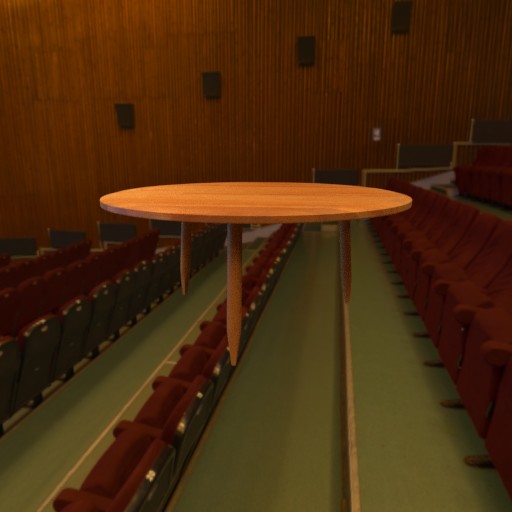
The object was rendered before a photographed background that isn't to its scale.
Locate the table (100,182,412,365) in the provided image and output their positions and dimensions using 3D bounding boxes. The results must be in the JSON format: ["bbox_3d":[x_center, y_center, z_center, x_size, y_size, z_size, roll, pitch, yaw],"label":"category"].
[{"bbox_3d":[0.000,0.000,1.395,0.900,0.400,0.900,0,13,0],"label":"table"}]
